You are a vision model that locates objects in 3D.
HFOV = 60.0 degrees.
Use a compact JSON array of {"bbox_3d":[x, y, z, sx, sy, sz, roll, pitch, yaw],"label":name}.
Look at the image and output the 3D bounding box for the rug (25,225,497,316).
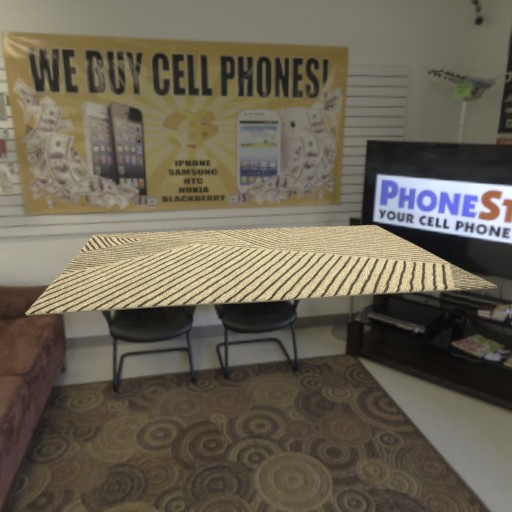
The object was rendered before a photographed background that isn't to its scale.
[{"bbox_3d":[0.000,0.000,2.281,1.842,0.019,1.237,-2,16,-9],"label":"rug"}]
